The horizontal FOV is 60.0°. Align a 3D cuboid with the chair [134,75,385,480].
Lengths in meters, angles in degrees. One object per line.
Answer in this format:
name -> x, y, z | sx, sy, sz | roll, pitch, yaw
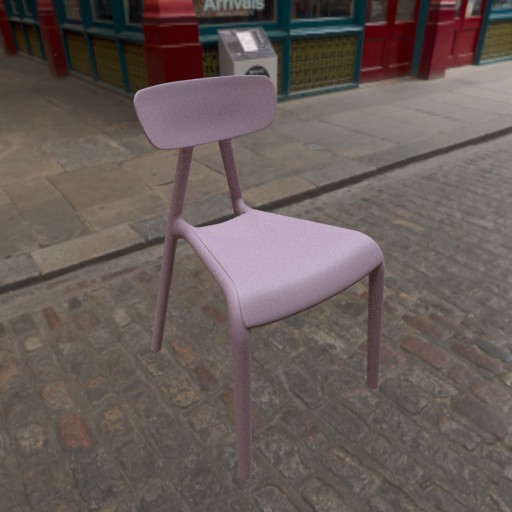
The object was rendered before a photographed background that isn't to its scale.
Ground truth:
chair -> 0.000, 0.000, 0.832 | 0.356, 0.580, 0.401 | -21, 37, -31
